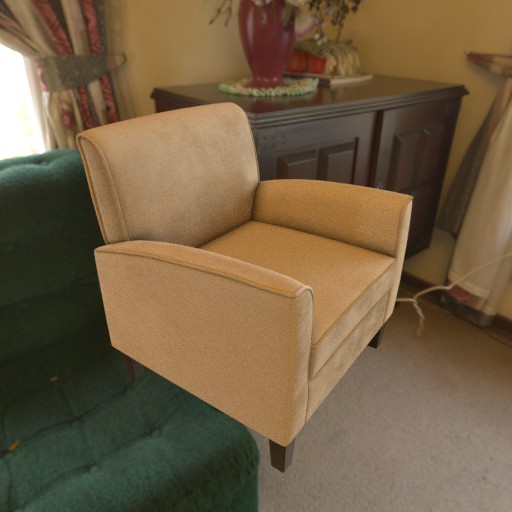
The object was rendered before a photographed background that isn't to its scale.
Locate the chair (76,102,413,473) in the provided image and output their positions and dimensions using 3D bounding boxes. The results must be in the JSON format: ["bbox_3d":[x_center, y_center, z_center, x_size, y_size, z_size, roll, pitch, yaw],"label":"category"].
[{"bbox_3d":[0.000,0.000,1.569,0.821,0.915,0.820,18,33,31],"label":"chair"}]
